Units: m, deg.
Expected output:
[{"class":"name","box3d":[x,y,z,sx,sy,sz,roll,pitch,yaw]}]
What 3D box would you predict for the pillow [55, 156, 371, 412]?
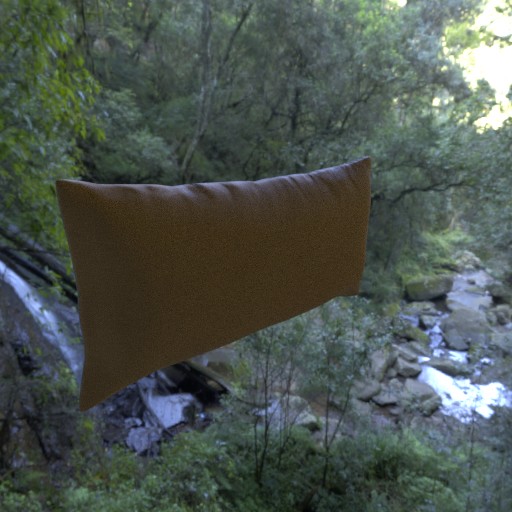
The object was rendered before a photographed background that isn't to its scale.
[{"class":"pillow","box3d":[0.000,0.000,0.718,0.608,0.291,0.151,-15,22,-41]}]
